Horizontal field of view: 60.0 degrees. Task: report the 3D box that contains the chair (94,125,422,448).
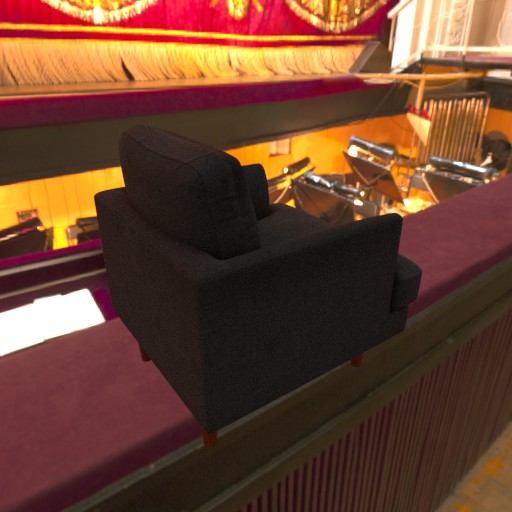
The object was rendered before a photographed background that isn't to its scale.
[{"bbox_3d":[0.000,0.000,1.657,0.899,0.957,0.858,-17,31,-31],"label":"chair"}]
